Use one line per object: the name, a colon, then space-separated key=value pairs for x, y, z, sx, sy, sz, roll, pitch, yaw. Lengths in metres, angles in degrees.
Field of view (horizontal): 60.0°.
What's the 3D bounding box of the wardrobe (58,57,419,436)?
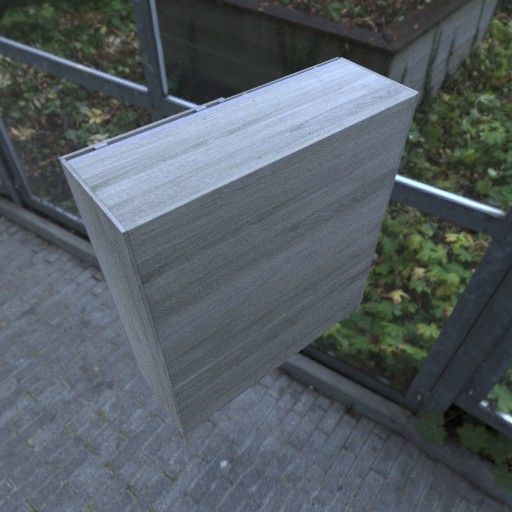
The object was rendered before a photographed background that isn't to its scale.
wardrobe: x=0.000 y=0.000 z=2.917 sx=1.780 sy=1.960 sz=0.629 roll=-30 pitch=54 yaw=-25
